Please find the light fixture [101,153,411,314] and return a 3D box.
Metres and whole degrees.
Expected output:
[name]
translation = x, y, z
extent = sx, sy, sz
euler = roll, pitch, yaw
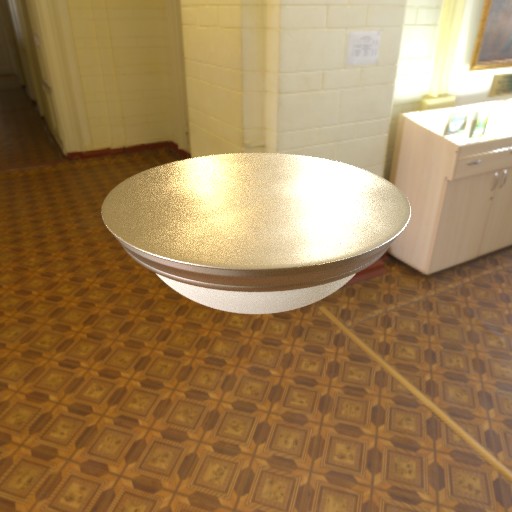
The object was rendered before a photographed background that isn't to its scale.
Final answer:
[light fixture]
translation = 0.000, 0.000, 0.451
extent = 0.280, 0.135, 0.280
euler = 0, 29, 0
